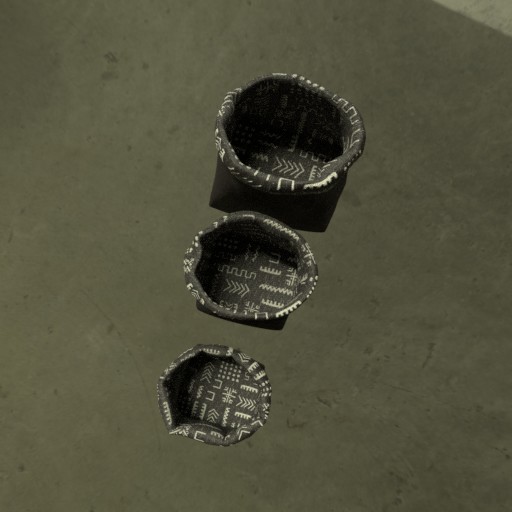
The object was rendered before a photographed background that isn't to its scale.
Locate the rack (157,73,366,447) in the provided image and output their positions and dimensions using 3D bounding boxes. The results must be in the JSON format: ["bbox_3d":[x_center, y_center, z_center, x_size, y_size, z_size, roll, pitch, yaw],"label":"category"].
[{"bbox_3d":[0.000,0.000,1.124,0.379,0.323,0.905,15,76,4],"label":"rack"}]
